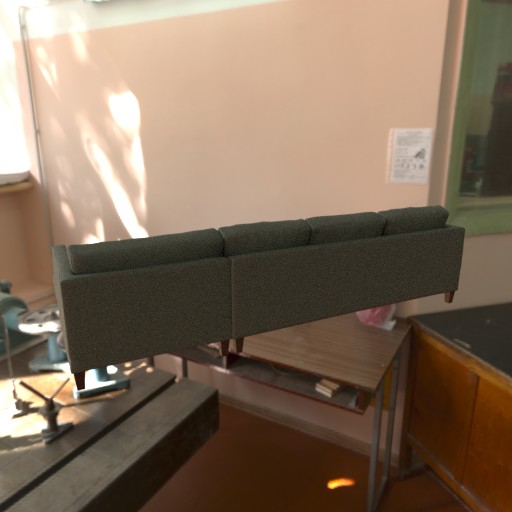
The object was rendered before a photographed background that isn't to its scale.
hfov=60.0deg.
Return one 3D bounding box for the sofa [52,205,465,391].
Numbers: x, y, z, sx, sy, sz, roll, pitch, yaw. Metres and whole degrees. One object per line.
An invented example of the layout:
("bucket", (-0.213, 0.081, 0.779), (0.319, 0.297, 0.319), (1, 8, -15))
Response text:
("sofa", (0.000, 0.000, 3.829), (3.186, 0.861, 1.625), (-8, 17, -25))
